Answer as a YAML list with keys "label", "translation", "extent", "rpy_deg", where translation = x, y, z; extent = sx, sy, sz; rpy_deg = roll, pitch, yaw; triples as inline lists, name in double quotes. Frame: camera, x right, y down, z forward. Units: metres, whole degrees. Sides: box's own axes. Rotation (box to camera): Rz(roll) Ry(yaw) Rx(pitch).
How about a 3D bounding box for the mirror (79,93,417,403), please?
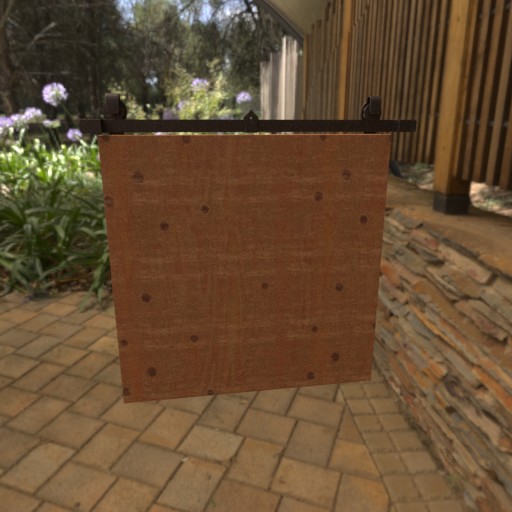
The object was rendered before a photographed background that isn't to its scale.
- label: "mirror"
  translation: [0.000, 0.000, 1.167]
  extent: [0.805, 0.800, 0.054]
  rpy_deg: [-3, 17, -9]
